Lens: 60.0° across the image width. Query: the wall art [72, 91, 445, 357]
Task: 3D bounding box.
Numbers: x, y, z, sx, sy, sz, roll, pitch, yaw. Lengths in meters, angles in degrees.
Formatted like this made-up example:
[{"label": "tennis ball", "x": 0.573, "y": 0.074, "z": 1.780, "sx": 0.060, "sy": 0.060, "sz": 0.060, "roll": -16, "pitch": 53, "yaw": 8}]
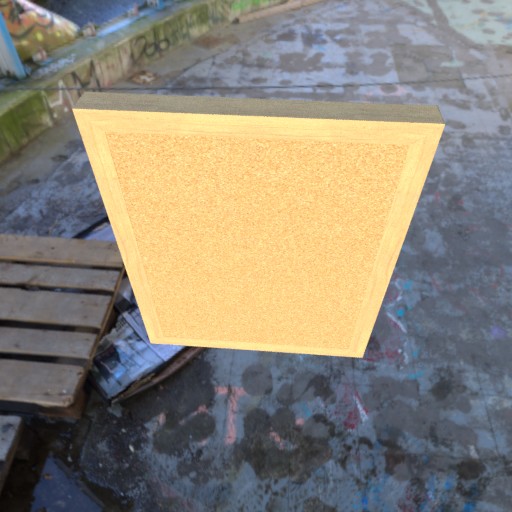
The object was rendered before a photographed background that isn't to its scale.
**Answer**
[{"label": "wall art", "x": 0.000, "y": 0.000, "z": 0.520, "sx": 0.312, "sy": 0.380, "sz": 0.030, "roll": 3, "pitch": 48, "yaw": 3}]
